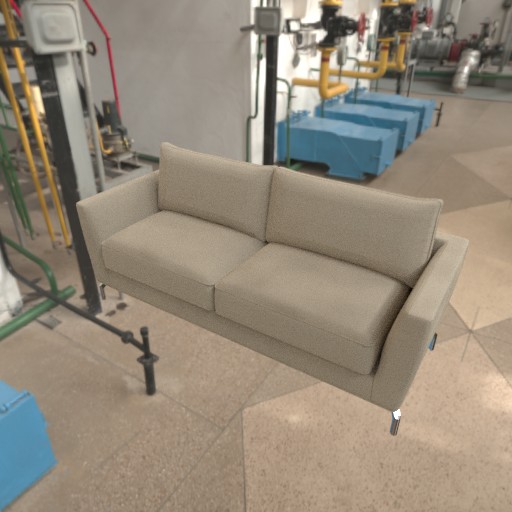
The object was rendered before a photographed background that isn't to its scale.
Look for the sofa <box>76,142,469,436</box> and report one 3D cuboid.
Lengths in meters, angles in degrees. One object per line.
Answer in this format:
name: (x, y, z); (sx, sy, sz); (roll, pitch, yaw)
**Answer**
sofa: (0.000, 0.000, 2.717); (2.214, 1.005, 0.868); (18, 35, 28)
